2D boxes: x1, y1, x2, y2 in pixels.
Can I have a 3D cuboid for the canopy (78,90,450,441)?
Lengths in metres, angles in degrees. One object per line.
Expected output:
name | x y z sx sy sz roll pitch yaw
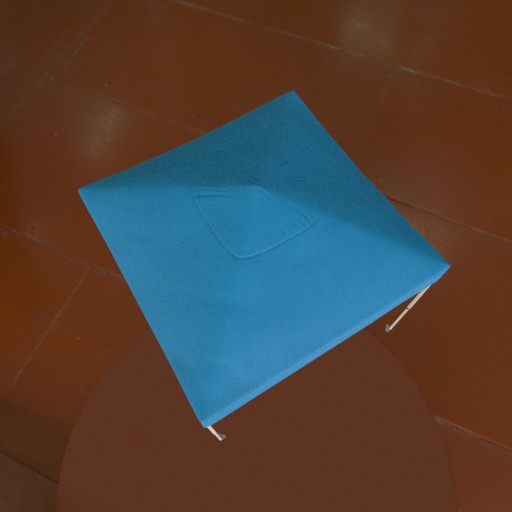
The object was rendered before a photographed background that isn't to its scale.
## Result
canopy | 0.000 0.000 5.526 2.998 2.997 2.996 -29 67 -13
